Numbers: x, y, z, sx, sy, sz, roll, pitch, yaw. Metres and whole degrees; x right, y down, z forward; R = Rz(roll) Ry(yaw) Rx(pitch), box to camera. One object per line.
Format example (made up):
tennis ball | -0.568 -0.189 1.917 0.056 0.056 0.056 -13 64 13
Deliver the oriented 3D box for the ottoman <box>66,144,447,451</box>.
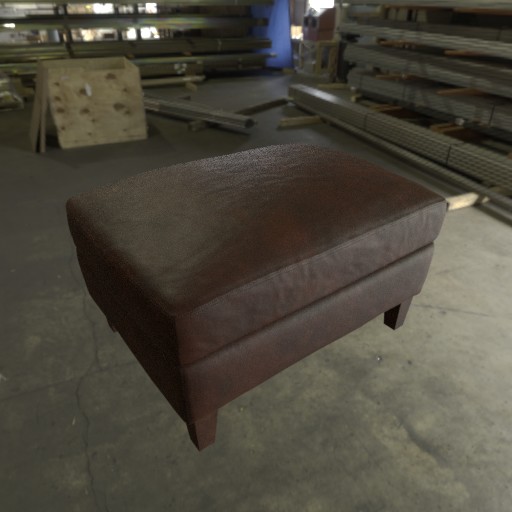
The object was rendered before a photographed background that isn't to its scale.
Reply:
ottoman | 0.000 0.000 1.292 0.887 0.527 0.659 -21 37 -31
